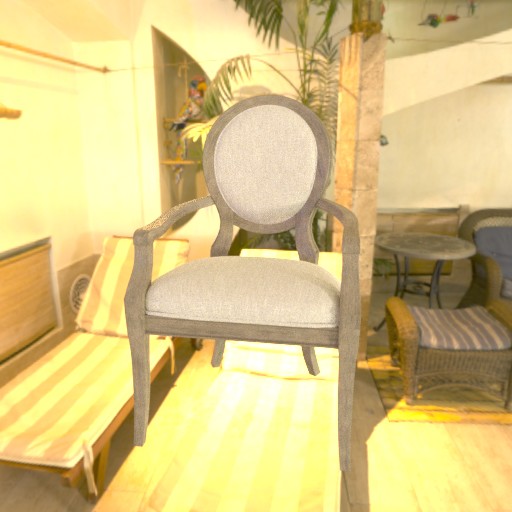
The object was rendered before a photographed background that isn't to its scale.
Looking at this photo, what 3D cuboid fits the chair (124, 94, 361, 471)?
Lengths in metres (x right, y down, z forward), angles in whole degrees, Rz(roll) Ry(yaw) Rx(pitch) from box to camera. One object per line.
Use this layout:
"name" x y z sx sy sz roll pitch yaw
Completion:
"chair" 0.000 0.000 1.376 0.611 0.991 0.602 2 15 9
